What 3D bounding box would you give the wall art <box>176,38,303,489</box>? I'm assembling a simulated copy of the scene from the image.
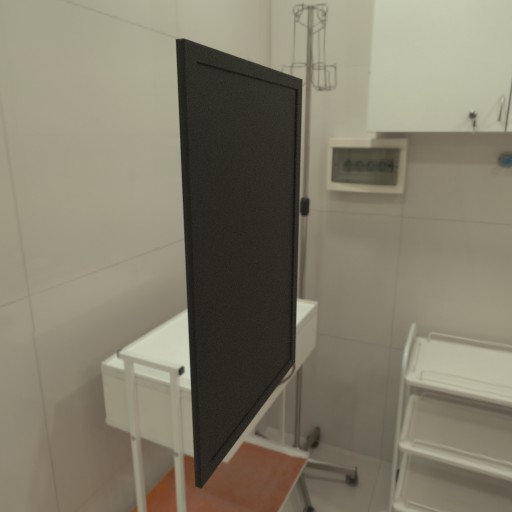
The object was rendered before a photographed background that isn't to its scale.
[{"bbox_3d":[0.000,0.000,0.825,0.012,0.661,0.451,7,17,23],"label":"wall art"}]
